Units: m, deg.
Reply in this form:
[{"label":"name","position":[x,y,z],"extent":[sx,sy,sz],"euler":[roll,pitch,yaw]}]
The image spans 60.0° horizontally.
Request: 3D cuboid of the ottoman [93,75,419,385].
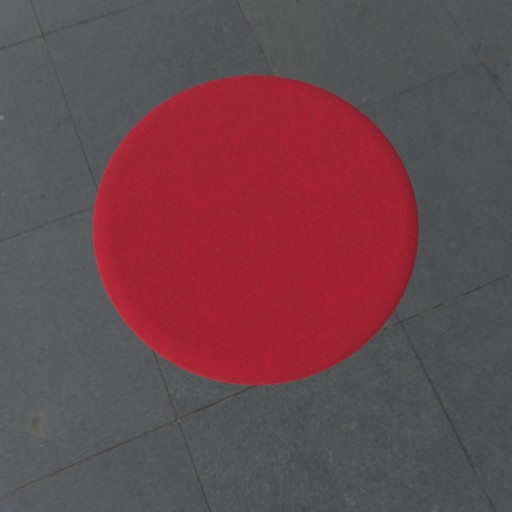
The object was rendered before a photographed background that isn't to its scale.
[{"label":"ottoman","position":[0.000,0.000,0.723],"extent":[0.400,0.406,0.400],"euler":[0,75,0]}]
